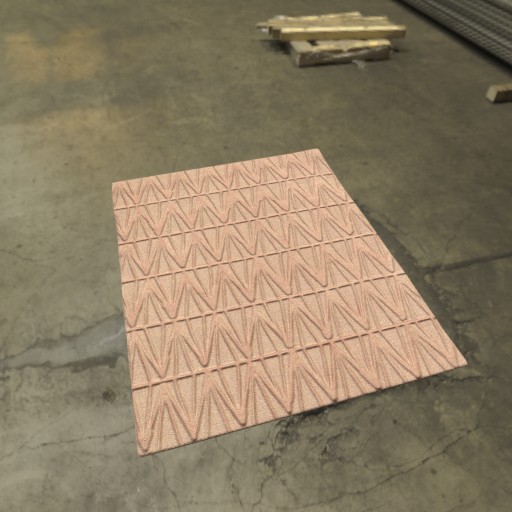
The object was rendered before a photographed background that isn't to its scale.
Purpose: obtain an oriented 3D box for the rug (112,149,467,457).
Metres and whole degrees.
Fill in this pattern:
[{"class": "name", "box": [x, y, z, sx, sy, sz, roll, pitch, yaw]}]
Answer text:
[{"class": "rug", "box": [0.000, 0.000, 4.097, 2.453, 0.043, 3.052, -12, 47, -11]}]
